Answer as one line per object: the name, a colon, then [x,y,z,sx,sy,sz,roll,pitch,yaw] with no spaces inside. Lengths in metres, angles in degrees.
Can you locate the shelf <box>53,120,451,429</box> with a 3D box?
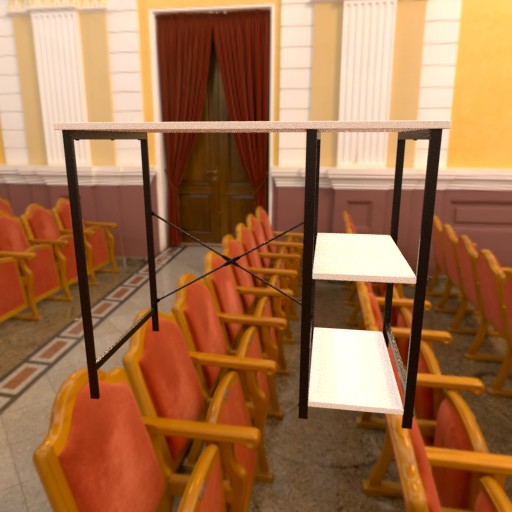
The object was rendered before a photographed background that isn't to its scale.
shelf: [0.000,0.000,1.322,0.902,0.750,0.498,2,15,9]
